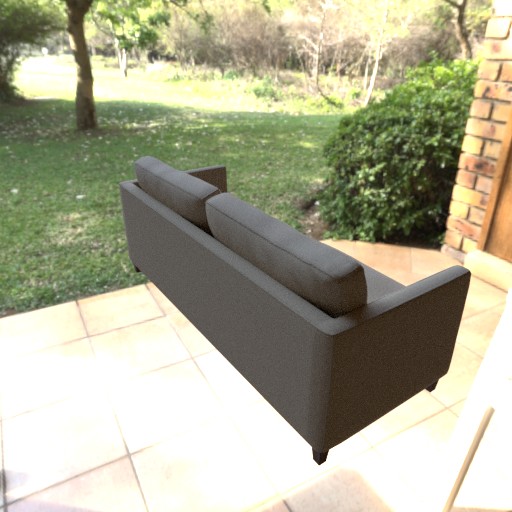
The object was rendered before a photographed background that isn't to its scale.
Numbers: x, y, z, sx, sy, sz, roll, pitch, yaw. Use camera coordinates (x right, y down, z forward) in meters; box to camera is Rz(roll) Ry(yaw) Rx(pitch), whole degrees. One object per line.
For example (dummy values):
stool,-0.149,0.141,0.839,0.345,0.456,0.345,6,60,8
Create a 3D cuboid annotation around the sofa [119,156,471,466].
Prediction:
sofa,0.000,0.000,2.852,0.951,0.968,2.361,-17,31,-31
